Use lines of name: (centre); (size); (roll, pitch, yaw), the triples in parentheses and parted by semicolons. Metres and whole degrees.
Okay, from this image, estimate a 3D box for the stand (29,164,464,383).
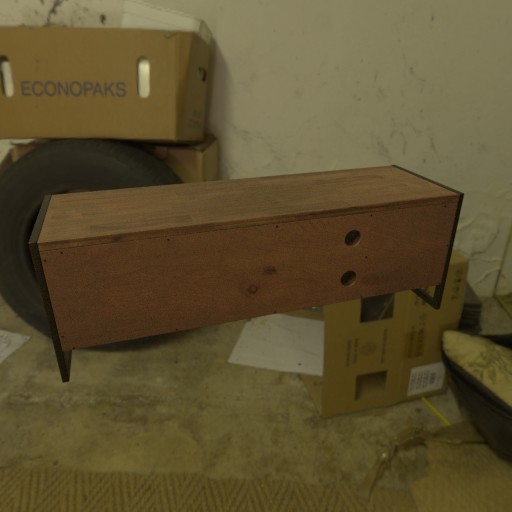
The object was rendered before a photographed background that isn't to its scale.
stand: (0.000, 0.000, 1.744); (1.480, 0.506, 0.454); (-8, 27, -16)
